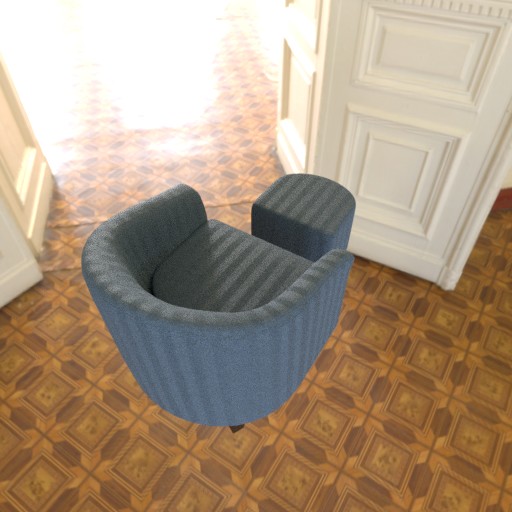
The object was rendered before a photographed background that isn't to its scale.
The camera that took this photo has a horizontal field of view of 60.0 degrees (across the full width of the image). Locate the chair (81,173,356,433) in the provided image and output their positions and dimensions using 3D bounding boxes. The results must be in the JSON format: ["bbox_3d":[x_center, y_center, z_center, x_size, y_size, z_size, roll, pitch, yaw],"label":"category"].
[{"bbox_3d":[0.000,0.000,1.751,0.756,0.757,1.288,25,51,22],"label":"chair"}]
